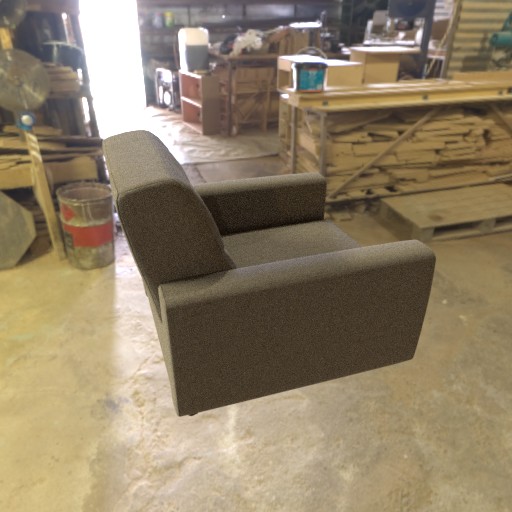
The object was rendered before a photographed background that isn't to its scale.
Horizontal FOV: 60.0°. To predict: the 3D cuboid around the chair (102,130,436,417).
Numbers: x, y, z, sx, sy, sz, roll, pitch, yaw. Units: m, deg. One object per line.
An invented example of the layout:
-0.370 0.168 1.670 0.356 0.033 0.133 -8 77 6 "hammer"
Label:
0.000 0.000 1.583 0.907 0.839 0.831 -10 31 -17 "chair"
